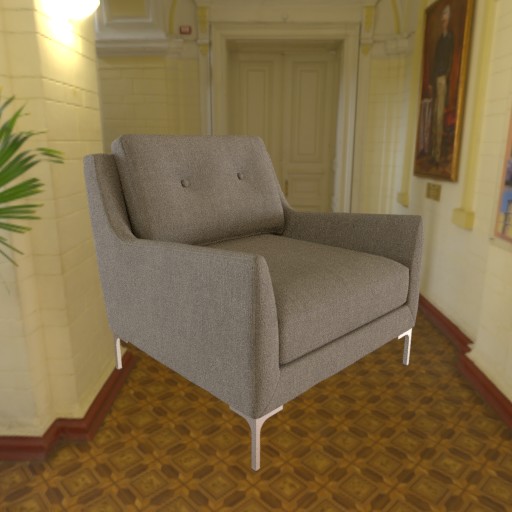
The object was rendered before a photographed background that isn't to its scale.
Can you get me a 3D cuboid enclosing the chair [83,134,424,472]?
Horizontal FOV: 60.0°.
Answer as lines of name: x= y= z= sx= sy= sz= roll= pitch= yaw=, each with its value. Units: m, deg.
chair: x=0.000 y=0.000 z=1.556 sx=0.847 sy=0.828 sz=0.849 roll=-14 pitch=20 yaw=-42
